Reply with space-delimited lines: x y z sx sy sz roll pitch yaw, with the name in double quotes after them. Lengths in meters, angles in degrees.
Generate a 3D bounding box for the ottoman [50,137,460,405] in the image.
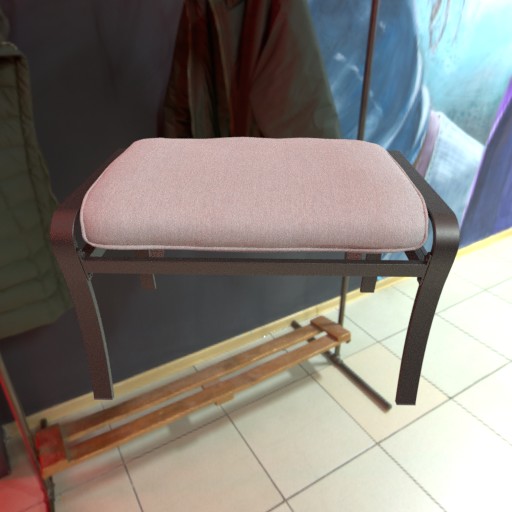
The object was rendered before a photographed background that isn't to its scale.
0.000 0.000 0.903 0.610 0.422 0.406 1 30 1 "ottoman"
